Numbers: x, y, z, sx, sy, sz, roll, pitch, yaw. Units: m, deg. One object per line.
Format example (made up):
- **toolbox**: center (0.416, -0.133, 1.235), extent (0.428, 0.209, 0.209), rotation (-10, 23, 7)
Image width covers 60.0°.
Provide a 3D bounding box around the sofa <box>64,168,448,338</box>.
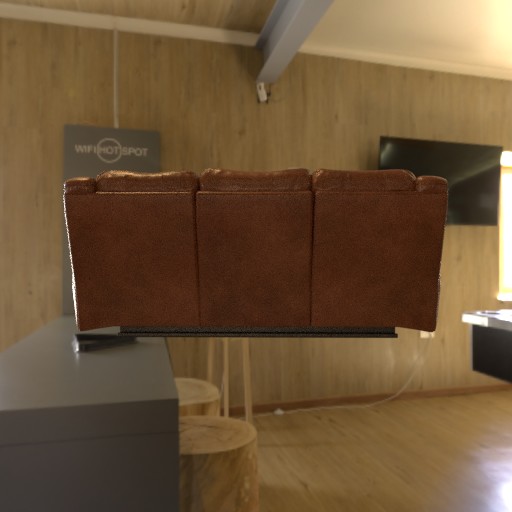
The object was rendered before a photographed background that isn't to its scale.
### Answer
- **sofa**: center (0.000, 0.000, 3.010), extent (2.337, 1.043, 0.991), rotation (0, 0, 1)
